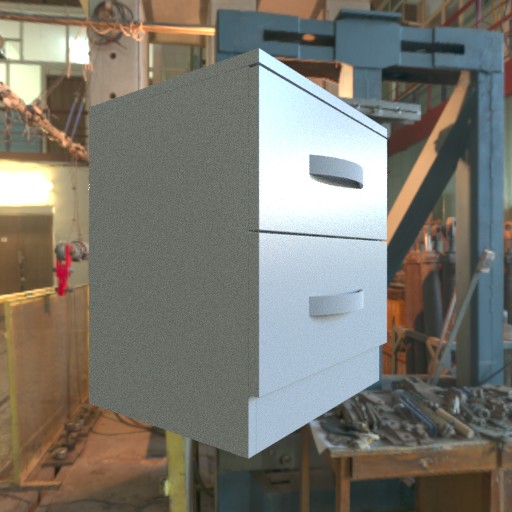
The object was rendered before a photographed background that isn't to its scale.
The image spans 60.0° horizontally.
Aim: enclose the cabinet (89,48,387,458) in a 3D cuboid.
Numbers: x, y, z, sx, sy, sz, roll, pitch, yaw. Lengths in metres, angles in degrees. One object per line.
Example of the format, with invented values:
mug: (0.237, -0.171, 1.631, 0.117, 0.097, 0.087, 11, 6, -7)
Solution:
cabinet: (0.000, 0.000, 0.753, 0.360, 0.470, 0.400, 0, 0, 37)
